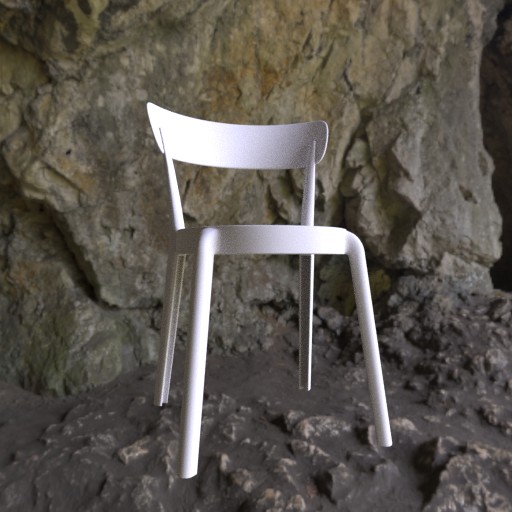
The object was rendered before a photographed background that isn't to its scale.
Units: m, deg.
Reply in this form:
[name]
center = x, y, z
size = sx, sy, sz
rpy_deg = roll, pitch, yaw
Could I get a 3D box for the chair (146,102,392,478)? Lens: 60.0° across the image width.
[chair]
center = 0.000, 0.000, 1.084
size = 0.506, 0.790, 0.491
rpy_deg = 0, 0, -18
